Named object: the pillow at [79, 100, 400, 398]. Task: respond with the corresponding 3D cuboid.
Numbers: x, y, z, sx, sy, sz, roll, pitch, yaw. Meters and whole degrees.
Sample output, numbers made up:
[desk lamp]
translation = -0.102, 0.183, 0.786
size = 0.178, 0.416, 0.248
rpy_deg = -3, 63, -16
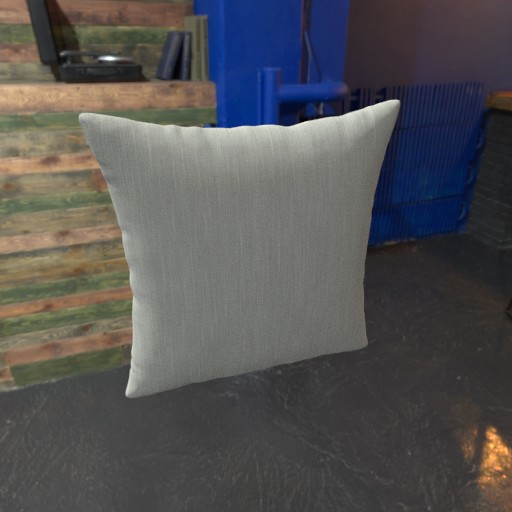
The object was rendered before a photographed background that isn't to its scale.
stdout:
[pillow]
translation = 0.000, 0.000, 0.785
size = 0.511, 0.509, 0.161
rpy_deg = -8, 27, -16
